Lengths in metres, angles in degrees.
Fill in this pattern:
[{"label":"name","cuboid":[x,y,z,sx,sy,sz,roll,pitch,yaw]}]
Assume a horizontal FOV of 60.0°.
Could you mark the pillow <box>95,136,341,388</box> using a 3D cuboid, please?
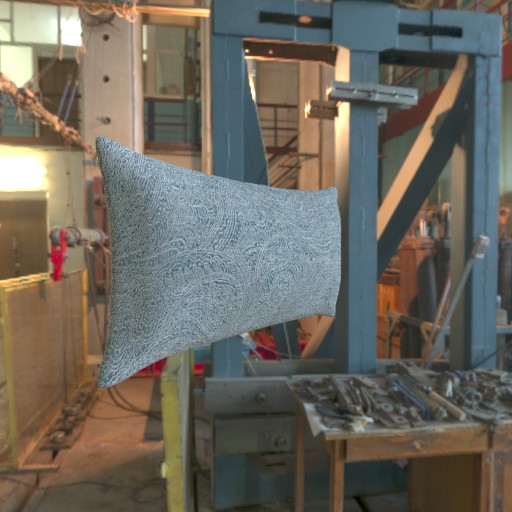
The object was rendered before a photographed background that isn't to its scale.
[{"label":"pillow","cuboid":[0.000,0.000,0.759,0.151,0.295,0.615,1,2,36]}]
